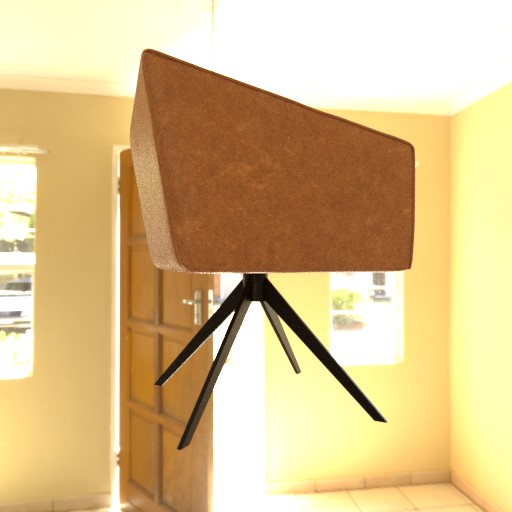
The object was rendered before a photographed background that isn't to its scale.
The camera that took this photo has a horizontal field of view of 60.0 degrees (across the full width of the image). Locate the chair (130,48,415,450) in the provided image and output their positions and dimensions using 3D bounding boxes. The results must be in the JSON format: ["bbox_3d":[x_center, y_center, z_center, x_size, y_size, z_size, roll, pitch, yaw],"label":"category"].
[{"bbox_3d":[0.000,0.000,1.171,0.625,0.760,0.588,0,-1,-18],"label":"chair"}]
